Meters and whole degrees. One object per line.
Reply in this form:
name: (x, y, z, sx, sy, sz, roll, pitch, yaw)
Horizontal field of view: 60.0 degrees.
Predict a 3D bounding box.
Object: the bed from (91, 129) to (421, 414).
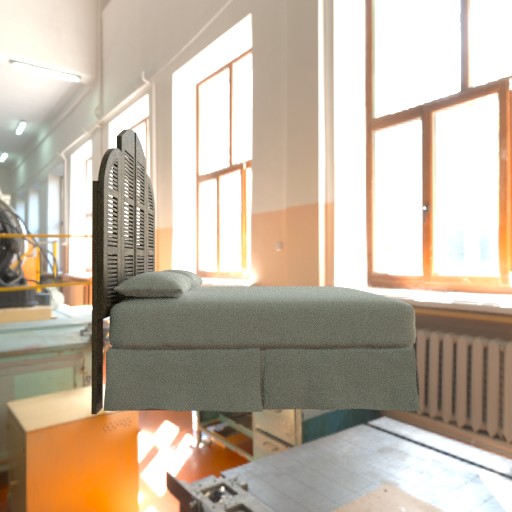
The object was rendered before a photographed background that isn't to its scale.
bed: (0.000, 0.000, 3.642, 2.138, 2.019, 1.713, 0, -1, -1)
